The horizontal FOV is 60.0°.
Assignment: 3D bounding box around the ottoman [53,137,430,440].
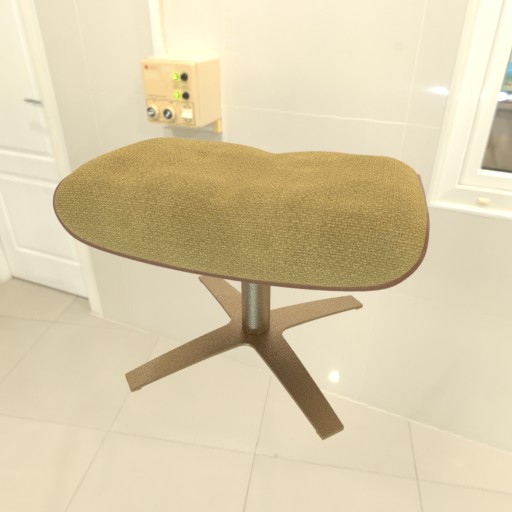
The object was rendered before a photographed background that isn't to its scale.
[{"bbox_3d":[0.000,0.000,0.797,0.520,0.391,0.394,9,32,14],"label":"ottoman"}]
